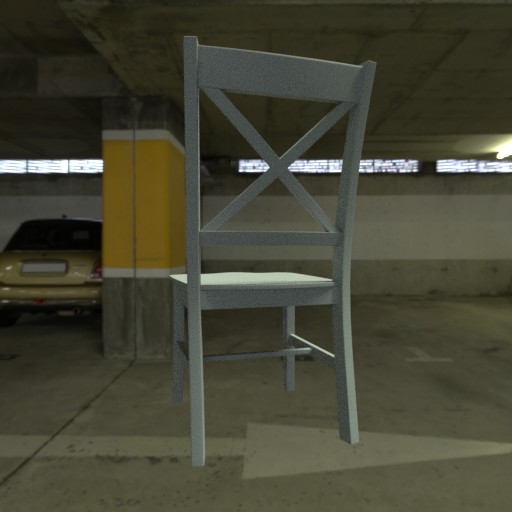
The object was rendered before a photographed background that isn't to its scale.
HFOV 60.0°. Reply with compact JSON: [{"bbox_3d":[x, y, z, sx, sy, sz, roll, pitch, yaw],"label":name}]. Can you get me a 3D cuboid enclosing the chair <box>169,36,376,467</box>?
[{"bbox_3d":[0.000,0.000,1.294,0.485,0.983,0.542,0,1,-17],"label":"chair"}]
